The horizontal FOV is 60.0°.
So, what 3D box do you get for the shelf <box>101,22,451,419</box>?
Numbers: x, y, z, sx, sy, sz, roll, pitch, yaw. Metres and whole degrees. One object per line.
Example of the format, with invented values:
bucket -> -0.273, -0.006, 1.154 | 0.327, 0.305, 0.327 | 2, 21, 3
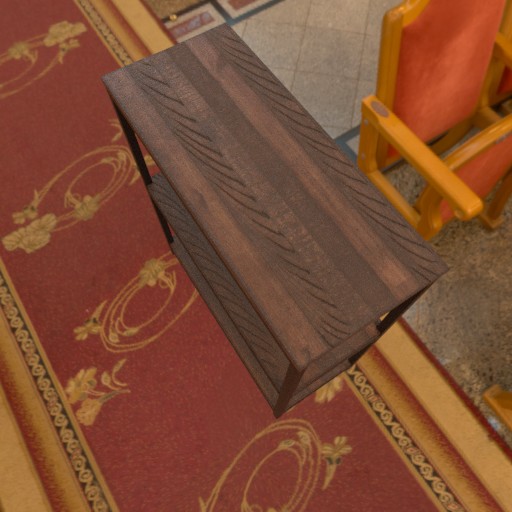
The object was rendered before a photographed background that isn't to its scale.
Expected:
shelf -> 0.000, 0.000, 1.380 | 0.352, 0.947, 0.822 | -30, 68, -13
